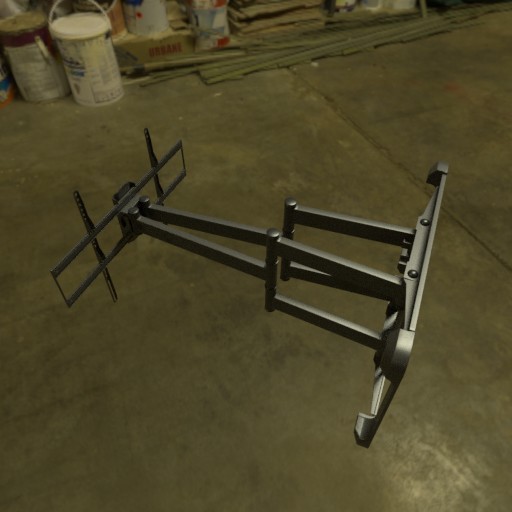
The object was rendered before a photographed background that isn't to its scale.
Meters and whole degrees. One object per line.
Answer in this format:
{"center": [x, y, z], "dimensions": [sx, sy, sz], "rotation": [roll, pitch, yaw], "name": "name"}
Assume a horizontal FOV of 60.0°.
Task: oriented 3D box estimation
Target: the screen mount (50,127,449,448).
{"center": [0.000, 0.000, 1.333], "dimensions": [0.905, 0.483, 0.725], "rotation": [17, 49, 15], "name": "screen mount"}
